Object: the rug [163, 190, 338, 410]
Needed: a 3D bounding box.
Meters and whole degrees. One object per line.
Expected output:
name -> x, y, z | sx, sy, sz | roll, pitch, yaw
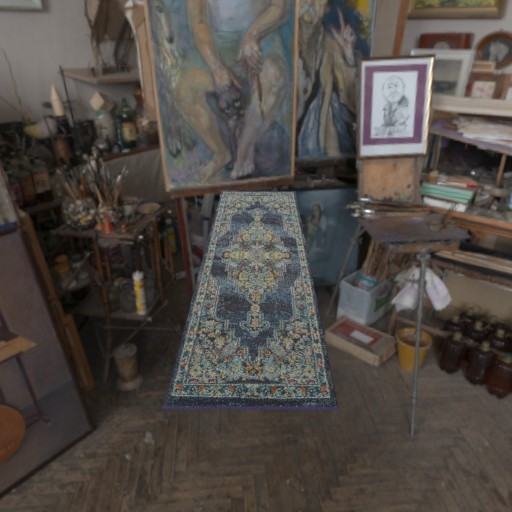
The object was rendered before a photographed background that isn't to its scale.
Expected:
rug -> 0.000, 0.000, 2.517 | 0.602, 0.016, 2.283 | 0, 27, 1
